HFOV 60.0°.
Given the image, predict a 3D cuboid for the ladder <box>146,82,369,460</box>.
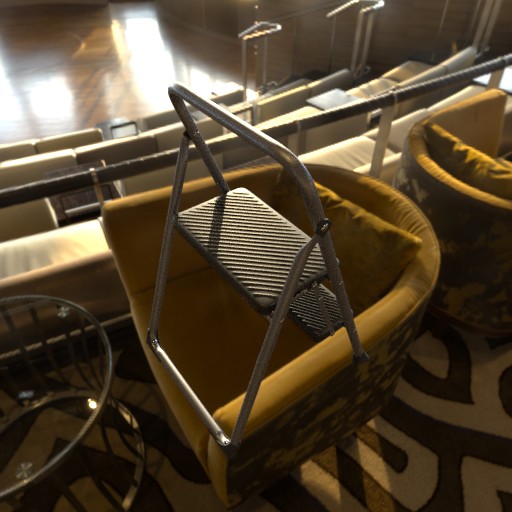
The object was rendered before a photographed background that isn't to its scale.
[{"bbox_3d":[0.000,0.000,0.998,0.472,0.720,0.430,-27,49,-26],"label":"ladder"}]
